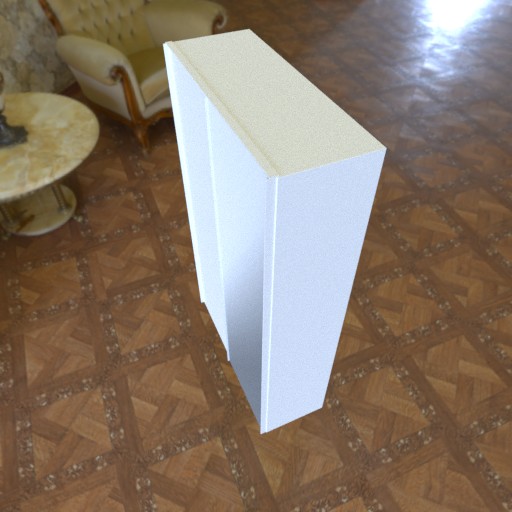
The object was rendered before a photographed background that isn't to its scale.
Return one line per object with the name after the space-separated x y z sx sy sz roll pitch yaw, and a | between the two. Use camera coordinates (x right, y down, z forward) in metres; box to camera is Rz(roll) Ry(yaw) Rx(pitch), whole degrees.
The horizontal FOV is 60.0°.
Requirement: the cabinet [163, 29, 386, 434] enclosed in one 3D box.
0.000 0.000 2.710 0.480 2.160 1.250 -18 49 -16 | cabinet
